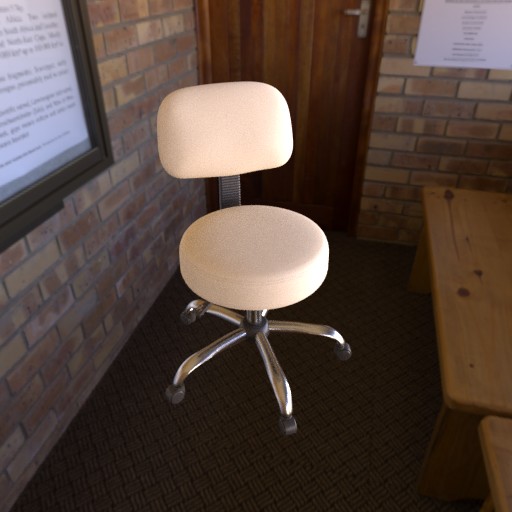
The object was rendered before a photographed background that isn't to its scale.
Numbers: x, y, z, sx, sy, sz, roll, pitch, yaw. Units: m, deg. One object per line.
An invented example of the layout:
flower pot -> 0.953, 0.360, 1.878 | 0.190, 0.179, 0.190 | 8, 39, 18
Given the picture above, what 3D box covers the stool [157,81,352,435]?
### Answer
stool -> 0.000, 0.000, 1.240 | 0.609, 0.810, 0.616 | -10, 34, -15
